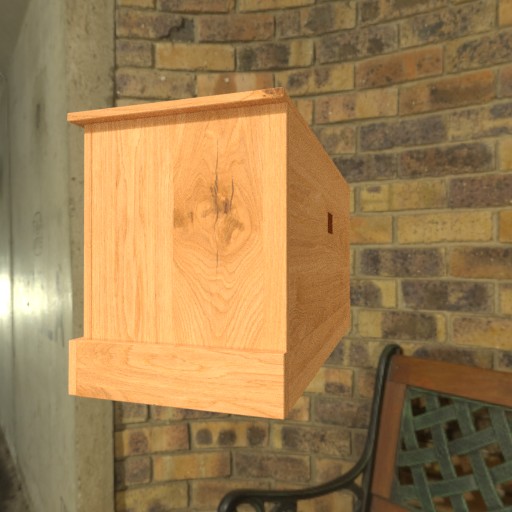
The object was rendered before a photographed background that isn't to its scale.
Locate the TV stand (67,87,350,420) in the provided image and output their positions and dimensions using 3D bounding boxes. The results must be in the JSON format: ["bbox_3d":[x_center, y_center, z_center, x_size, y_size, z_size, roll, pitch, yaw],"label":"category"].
[{"bbox_3d":[0.000,0.000,1.309,0.440,0.550,1.080,0,0,18],"label":"TV stand"}]
